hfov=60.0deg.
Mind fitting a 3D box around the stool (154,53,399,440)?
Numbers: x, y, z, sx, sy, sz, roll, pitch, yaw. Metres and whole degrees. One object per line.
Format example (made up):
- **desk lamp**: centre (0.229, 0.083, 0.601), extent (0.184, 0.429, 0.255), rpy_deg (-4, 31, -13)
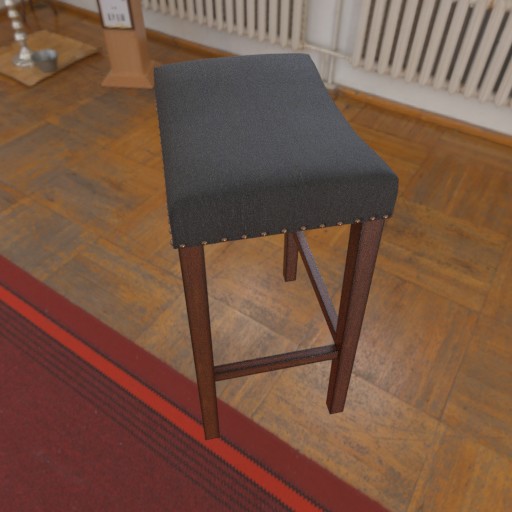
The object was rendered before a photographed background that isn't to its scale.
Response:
- **stool**: centre (0.000, 0.000, 1.045), extent (0.366, 0.760, 0.502), rpy_deg (-9, 47, -8)
